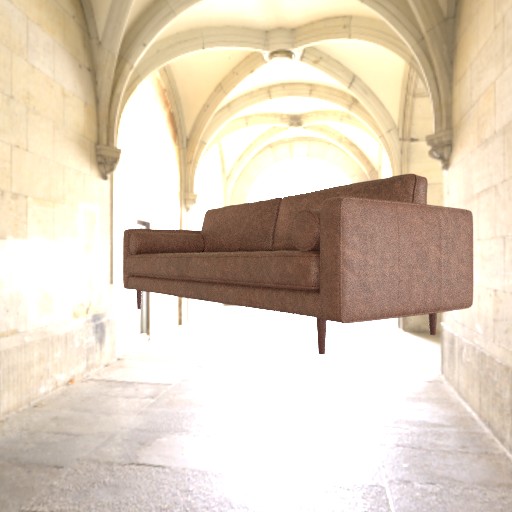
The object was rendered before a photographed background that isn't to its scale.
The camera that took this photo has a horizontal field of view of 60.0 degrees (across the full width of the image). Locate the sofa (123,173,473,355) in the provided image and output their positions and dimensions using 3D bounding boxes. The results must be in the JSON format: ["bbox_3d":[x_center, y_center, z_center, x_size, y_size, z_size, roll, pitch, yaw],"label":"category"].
[{"bbox_3d":[0.000,0.000,2.664,0.914,0.762,2.210,0,0,-36],"label":"sofa"}]
